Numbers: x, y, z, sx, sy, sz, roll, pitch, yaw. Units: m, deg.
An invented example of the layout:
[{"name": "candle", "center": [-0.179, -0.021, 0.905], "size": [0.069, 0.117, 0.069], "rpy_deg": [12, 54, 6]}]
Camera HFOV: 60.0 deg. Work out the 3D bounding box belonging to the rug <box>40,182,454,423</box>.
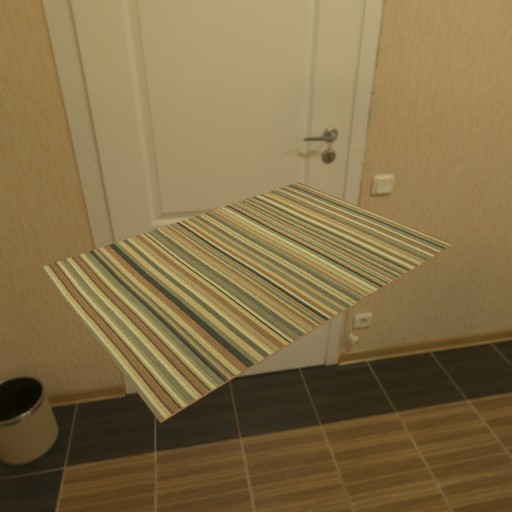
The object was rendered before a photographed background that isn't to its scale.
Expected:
[{"name": "rug", "center": [0.000, 0.000, 2.334], "size": [1.829, 0.008, 1.219], "rpy_deg": [-23, 38, -34]}]
